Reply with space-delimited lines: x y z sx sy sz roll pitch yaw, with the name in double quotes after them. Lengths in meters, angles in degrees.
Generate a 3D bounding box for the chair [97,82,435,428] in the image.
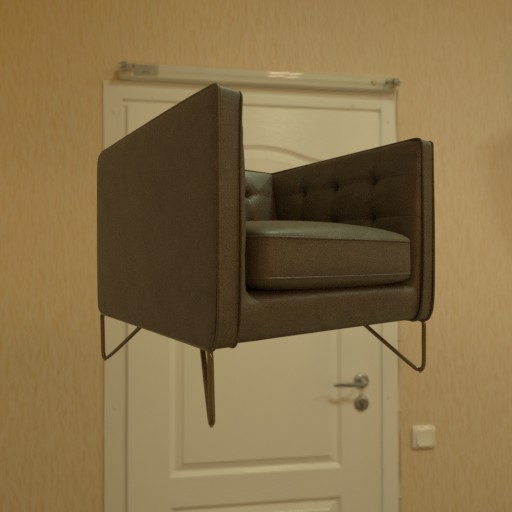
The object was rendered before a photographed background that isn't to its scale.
0.000 0.000 1.573 0.880 0.790 0.894 0 0 -36 "chair"
